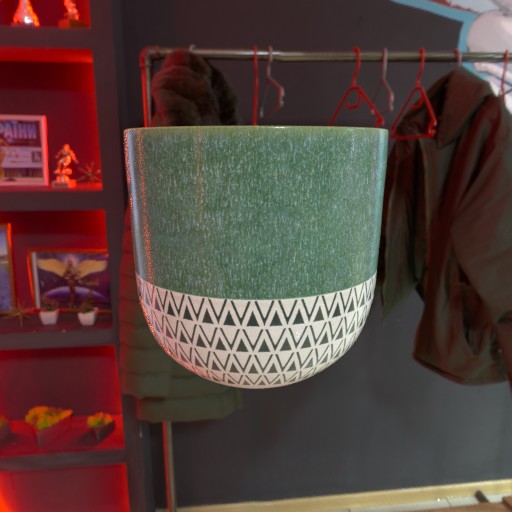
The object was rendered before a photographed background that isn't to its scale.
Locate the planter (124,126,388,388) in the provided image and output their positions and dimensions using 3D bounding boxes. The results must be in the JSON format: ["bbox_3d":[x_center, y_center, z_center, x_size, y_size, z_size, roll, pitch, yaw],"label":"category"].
[{"bbox_3d":[0.000,0.000,0.495,0.266,0.270,0.266,0,14,0],"label":"planter"}]
